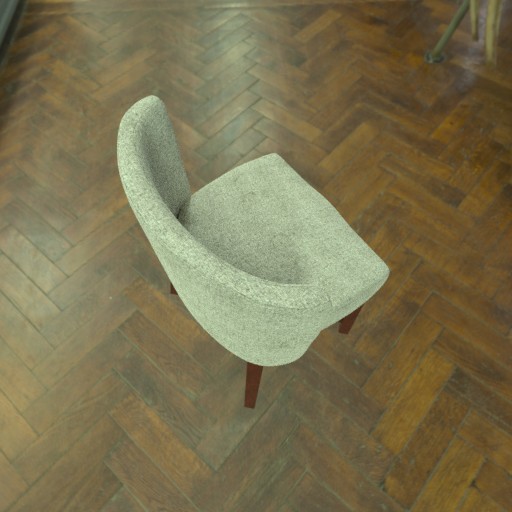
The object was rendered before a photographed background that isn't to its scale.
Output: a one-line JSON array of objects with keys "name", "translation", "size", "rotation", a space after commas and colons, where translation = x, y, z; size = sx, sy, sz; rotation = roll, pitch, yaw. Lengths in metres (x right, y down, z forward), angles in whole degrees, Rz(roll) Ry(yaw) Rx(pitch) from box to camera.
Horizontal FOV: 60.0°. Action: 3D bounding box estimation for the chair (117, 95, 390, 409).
[{"name": "chair", "translation": [0.000, 0.000, 1.323], "size": [0.575, 0.827, 0.728], "rotation": [-30, 63, -17]}]
